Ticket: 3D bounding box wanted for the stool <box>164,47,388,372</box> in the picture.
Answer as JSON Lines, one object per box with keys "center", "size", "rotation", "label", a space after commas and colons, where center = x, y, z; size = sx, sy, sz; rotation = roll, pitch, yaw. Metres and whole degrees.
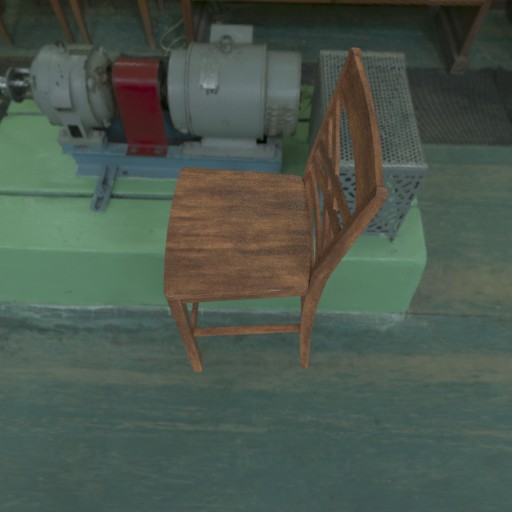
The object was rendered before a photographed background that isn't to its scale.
{"center": [0.000, 0.000, 1.354], "size": [0.487, 1.105, 0.433], "rotation": [1, 58, 0], "label": "stool"}
